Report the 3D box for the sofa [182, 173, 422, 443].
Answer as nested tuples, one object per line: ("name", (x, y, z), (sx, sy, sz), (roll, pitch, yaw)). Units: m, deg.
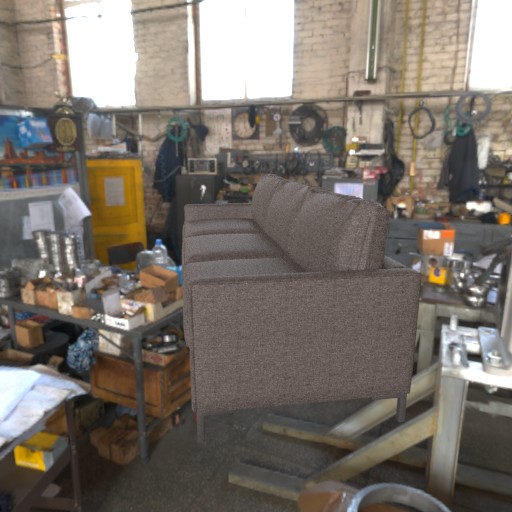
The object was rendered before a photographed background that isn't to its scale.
("sofa", (0.000, 0.000, 2.649), (0.876, 0.882, 2.253), (-2, 14, -9))
